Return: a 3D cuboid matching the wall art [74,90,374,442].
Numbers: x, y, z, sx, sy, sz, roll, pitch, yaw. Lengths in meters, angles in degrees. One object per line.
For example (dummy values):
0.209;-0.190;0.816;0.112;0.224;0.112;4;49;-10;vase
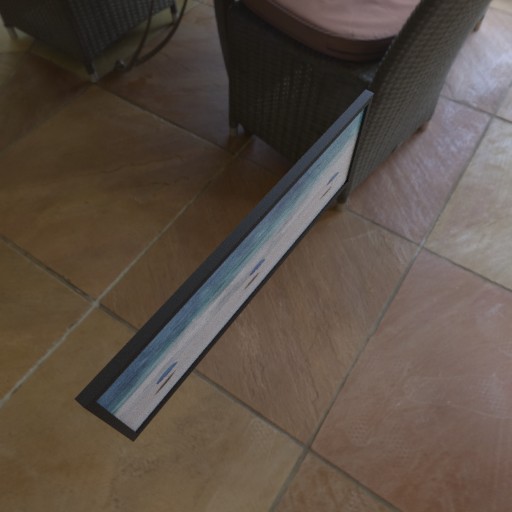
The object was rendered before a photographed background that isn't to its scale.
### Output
0.000;0.000;1.745;0.041;0.554;1.572;33;64;18;wall art
